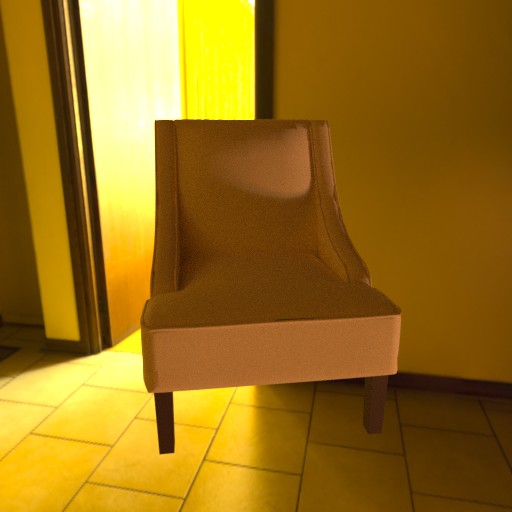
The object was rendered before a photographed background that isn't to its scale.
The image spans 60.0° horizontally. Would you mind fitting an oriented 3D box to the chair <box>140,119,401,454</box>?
[{"bbox_3d":[0.000,0.000,1.473,0.689,0.886,0.806,-2,16,-8],"label":"chair"}]
